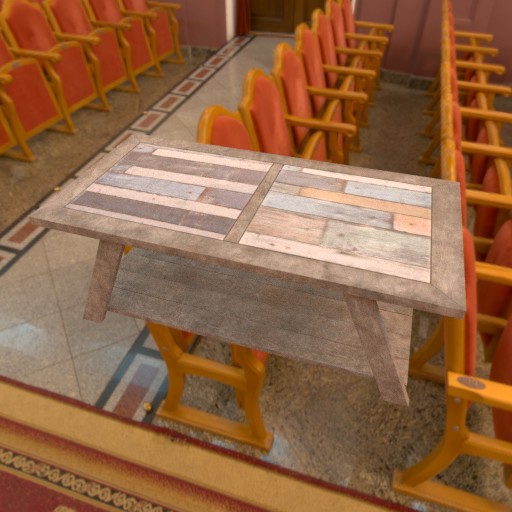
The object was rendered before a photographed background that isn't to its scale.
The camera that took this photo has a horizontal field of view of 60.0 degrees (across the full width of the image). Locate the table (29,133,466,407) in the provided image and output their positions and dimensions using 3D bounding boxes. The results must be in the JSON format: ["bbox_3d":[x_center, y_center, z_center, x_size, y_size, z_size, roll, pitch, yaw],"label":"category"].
[{"bbox_3d":[0.000,0.000,1.539,1.219,0.470,0.610,12,41,14],"label":"table"}]
